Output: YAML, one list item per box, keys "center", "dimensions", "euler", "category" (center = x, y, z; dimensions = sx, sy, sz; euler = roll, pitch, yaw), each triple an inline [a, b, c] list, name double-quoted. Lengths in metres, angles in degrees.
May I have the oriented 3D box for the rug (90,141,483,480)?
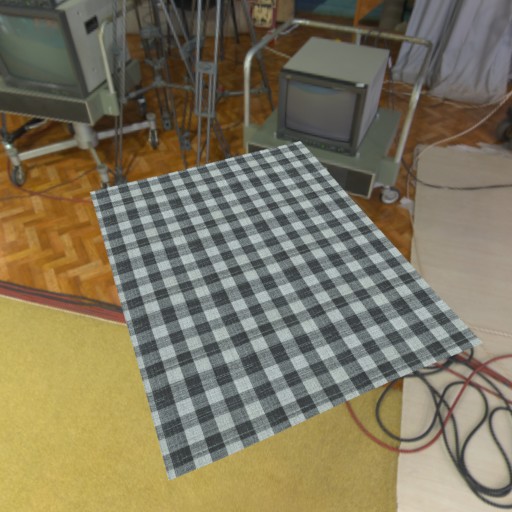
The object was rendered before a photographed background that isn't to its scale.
- center: [0.000, 0.000, 3.945]
  dimensions: [2.432, 0.013, 3.021]
  euler: [-17, 49, -16]
  category: "rug"
